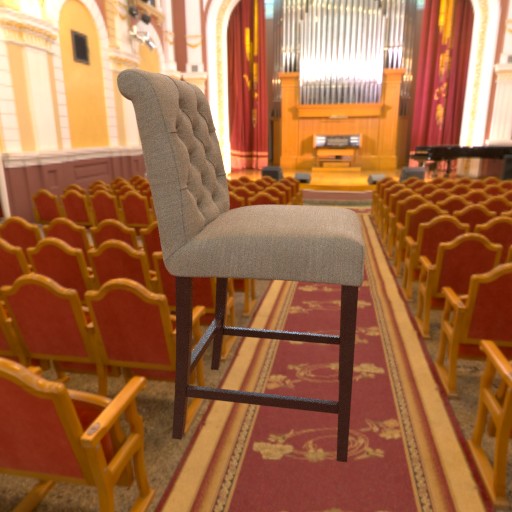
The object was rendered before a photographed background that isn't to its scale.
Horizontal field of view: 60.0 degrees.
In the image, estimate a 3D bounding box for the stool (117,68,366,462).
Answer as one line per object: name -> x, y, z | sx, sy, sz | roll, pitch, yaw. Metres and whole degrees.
stool -> 0.000, 0.000, 1.417 | 0.660, 1.084, 0.486 | 3, 16, 10
